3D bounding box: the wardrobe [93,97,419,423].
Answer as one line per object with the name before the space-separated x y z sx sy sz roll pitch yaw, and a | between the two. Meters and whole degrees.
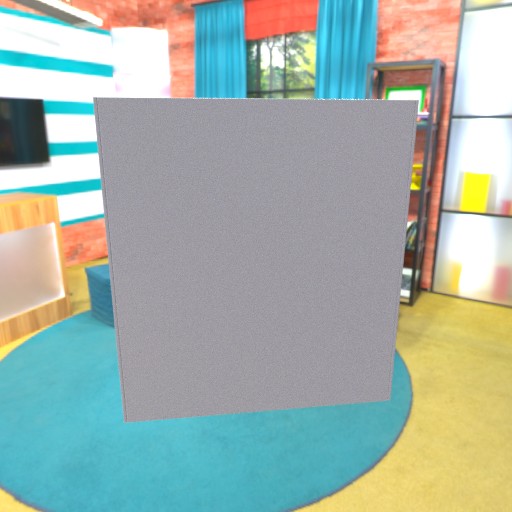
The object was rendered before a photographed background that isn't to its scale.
wardrobe | 0.000 0.000 2.961 1.780 1.960 0.629 -2 16 -8
